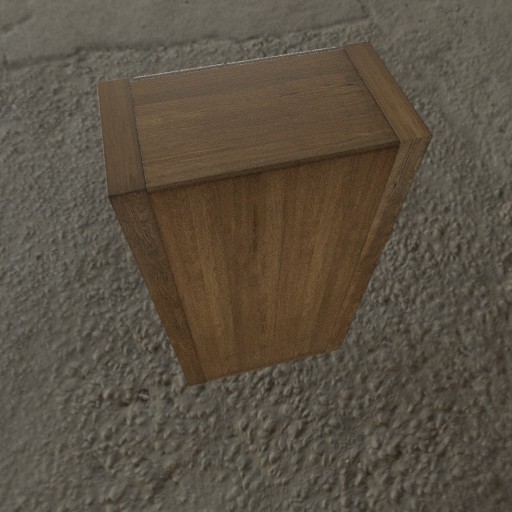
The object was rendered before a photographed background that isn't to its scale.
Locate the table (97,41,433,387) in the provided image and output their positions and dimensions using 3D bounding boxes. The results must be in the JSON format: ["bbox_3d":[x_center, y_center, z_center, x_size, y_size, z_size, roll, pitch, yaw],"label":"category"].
[{"bbox_3d":[0.000,0.000,2.441,1.100,2.000,0.600,-12,58,-8],"label":"table"}]
